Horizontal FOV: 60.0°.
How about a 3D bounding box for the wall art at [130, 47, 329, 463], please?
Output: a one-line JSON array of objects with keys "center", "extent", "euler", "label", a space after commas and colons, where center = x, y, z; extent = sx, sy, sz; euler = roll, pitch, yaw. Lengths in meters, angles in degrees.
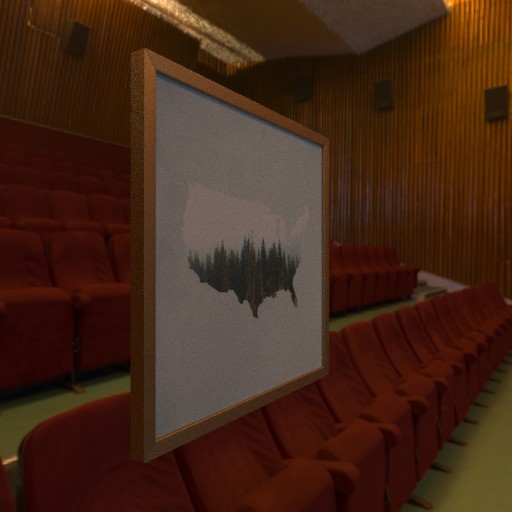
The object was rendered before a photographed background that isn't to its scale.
[{"center": [0.000, 0.000, 1.133], "extent": [0.038, 0.762, 0.762], "euler": [0, 0, 35], "label": "wall art"}]
